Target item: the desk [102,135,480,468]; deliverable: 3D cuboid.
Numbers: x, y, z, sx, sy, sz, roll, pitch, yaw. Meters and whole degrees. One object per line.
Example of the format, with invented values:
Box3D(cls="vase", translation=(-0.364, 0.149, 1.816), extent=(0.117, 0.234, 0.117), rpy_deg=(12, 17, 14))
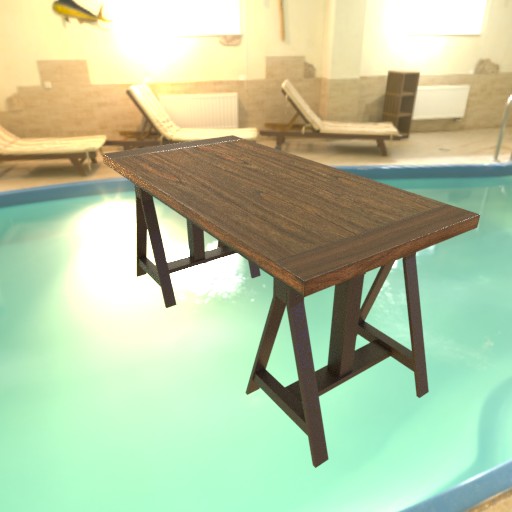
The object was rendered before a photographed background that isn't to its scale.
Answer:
Box3D(cls="desk", translation=(0.000, 0.000, 1.993), extent=(0.784, 0.725, 1.543), rpy_deg=(-18, 32, -31))
